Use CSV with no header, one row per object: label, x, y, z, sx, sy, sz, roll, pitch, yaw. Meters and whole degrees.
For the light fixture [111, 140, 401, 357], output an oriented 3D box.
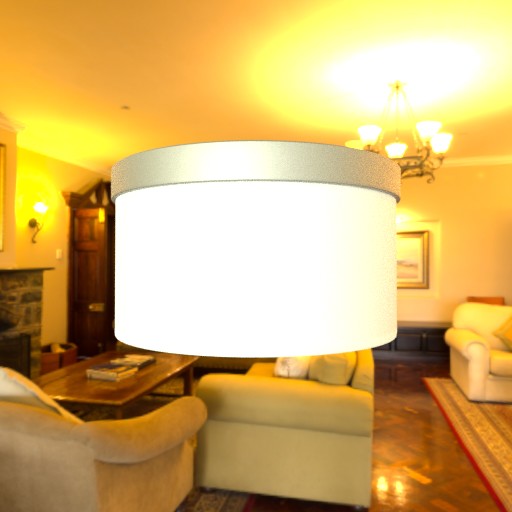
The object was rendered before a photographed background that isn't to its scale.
light fixture,0.000,0.000,0.632,0.393,0.229,0.393,0,-1,0
